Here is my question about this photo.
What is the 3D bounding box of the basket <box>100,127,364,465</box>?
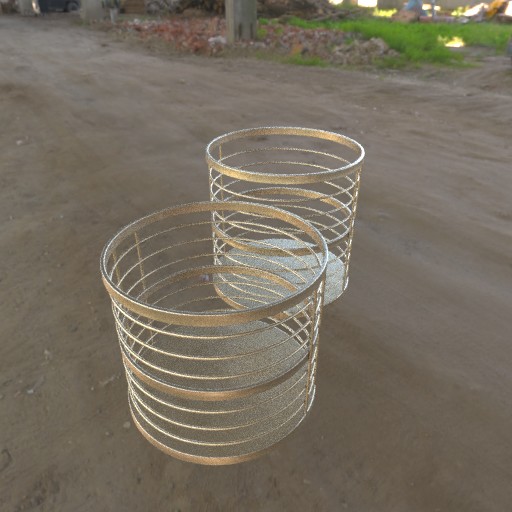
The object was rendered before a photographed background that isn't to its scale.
[{"bbox_3d":[0.000,0.000,0.932,0.356,0.351,0.746,10,32,16],"label":"basket"}]
